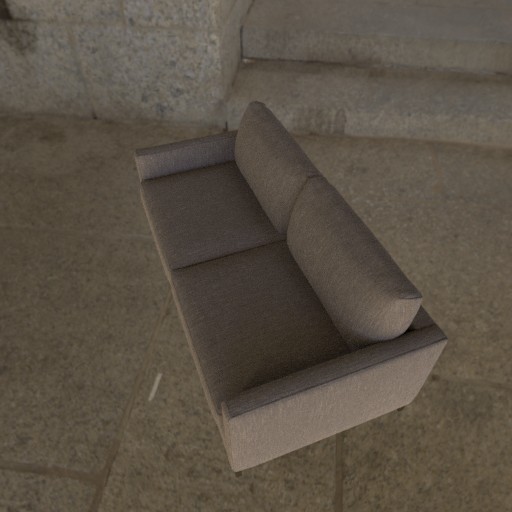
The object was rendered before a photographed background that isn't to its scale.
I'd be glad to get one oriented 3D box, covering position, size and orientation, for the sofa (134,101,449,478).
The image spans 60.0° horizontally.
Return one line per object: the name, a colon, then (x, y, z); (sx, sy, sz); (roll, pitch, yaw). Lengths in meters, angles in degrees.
sofa: (0.000, 0.000, 2.169); (0.875, 0.840, 1.682); (-15, 48, -15)
